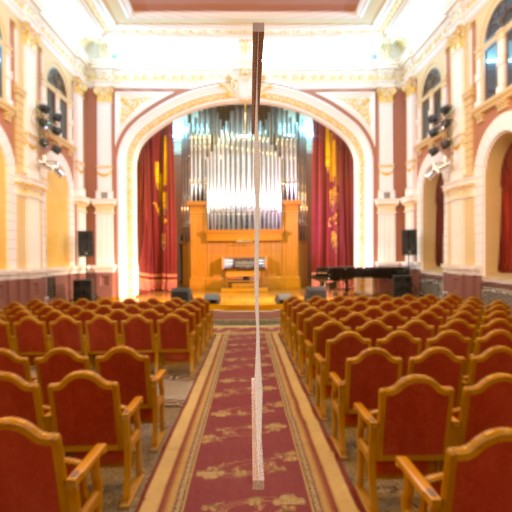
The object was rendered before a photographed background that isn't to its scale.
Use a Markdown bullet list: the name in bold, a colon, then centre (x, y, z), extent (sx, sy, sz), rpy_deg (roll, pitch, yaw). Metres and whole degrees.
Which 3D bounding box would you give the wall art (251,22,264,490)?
- **wall art**: centre (0.000, 0.000, 0.685), extent (0.013, 0.508, 0.406), rpy_deg (0, 0, -1)
